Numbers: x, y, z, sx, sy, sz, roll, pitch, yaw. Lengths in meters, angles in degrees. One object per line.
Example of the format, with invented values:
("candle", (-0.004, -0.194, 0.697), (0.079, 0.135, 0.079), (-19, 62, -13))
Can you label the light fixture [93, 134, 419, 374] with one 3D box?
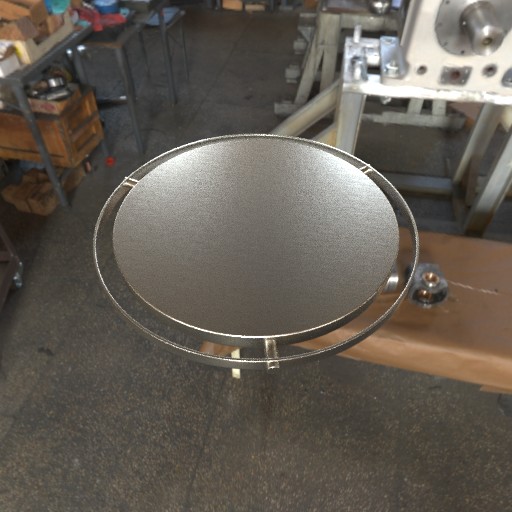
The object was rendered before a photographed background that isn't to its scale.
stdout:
("light fixture", (0.000, 0.000, 0.548), (0.361, 0.130, 0.361), (0, 47, 0))
